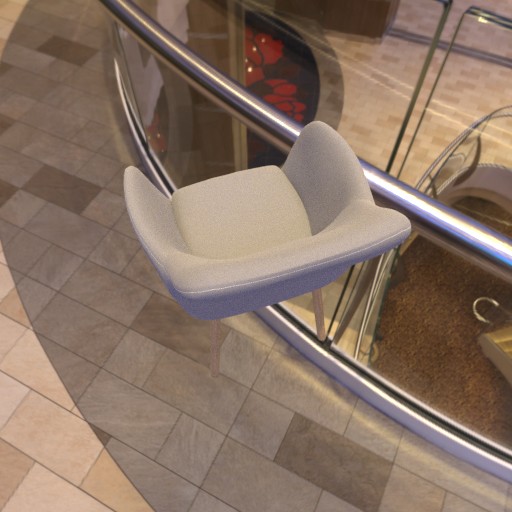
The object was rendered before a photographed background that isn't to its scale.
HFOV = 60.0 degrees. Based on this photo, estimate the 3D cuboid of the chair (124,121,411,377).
[{"bbox_3d":[0.000,0.000,1.217,0.570,0.830,0.590,-16,59,-10],"label":"chair"}]
